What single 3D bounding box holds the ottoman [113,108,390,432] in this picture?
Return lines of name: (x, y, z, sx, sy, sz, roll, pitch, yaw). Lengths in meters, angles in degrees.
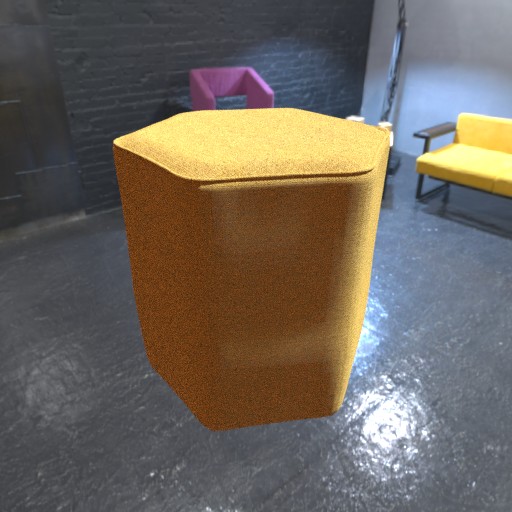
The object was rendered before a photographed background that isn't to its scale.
ottoman: (0.000, 0.000, 0.888, 0.443, 0.502, 0.494, -22, 36, -34)
